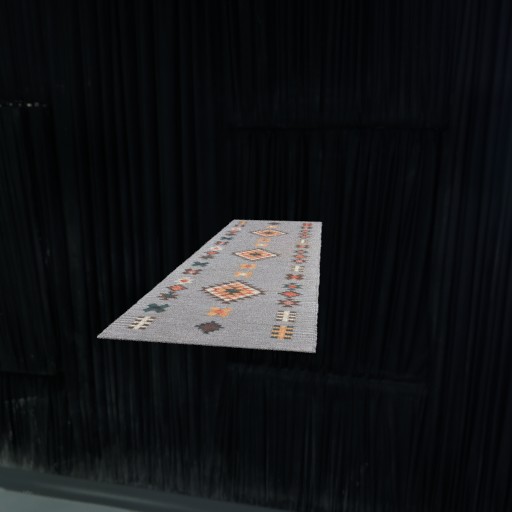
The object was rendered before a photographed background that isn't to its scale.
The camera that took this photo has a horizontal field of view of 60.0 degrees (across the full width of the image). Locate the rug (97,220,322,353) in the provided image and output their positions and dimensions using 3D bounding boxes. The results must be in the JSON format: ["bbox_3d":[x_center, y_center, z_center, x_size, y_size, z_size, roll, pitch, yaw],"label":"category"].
[{"bbox_3d":[0.000,0.000,2.667,0.766,0.008,2.432,2,15,8],"label":"rug"}]
